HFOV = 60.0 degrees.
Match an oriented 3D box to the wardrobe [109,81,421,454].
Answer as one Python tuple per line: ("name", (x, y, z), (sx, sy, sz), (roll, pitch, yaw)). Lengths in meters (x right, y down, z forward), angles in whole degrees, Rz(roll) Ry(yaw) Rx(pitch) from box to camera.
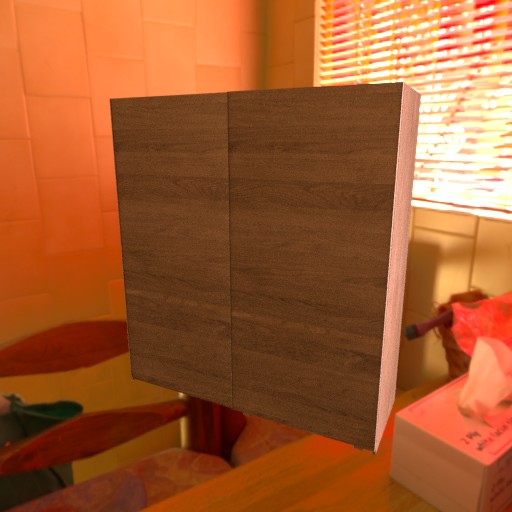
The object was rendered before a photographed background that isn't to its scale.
("wardrobe", (0.000, 0.000, 2.866), (1.780, 1.960, 0.629), (7, 16, 26))
